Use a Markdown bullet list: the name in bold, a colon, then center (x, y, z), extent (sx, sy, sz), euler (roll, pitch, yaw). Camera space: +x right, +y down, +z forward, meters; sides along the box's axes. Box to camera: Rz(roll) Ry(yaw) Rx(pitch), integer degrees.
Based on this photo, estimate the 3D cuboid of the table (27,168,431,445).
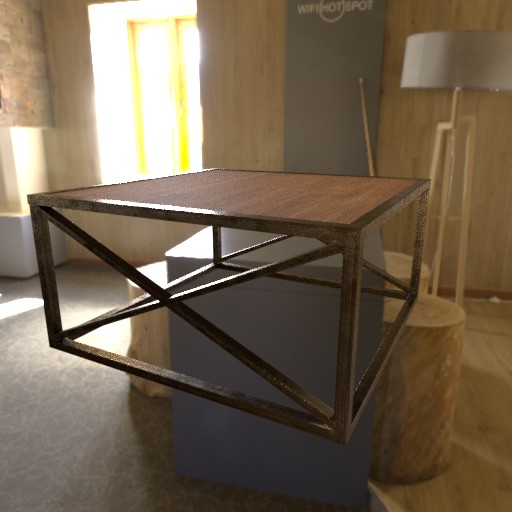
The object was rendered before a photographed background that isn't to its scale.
- **table**: center (0.000, 0.000, 1.423), extent (0.899, 0.451, 0.909), euler (8, 18, 27)
